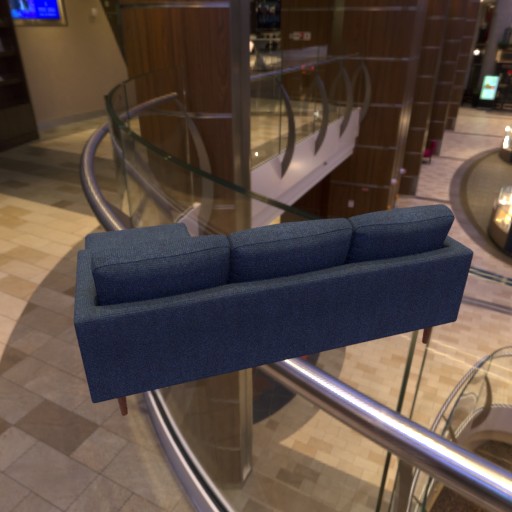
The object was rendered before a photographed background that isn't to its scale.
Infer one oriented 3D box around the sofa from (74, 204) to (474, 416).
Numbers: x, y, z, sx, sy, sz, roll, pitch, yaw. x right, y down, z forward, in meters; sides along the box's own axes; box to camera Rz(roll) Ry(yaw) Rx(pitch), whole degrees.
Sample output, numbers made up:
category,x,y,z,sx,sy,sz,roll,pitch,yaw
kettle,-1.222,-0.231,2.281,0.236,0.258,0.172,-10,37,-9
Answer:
category,x,y,z,sx,sy,sz,roll,pitch,yaw
sofa,0.000,0.000,3.021,2.233,0.956,1.504,-9,29,-16
